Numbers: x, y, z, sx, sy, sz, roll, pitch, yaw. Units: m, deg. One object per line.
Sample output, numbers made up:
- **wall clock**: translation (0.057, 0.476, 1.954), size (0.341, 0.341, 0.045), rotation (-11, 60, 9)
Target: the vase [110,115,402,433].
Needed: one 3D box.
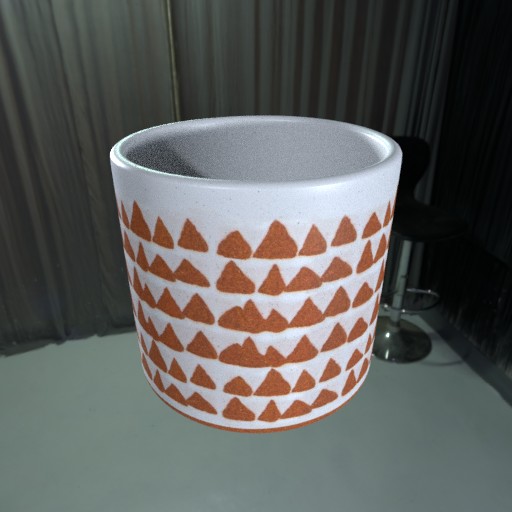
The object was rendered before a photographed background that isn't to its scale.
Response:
- **vase**: translation (0.000, 0.000, 0.244), size (0.137, 0.127, 0.137), rotation (0, 28, 0)
